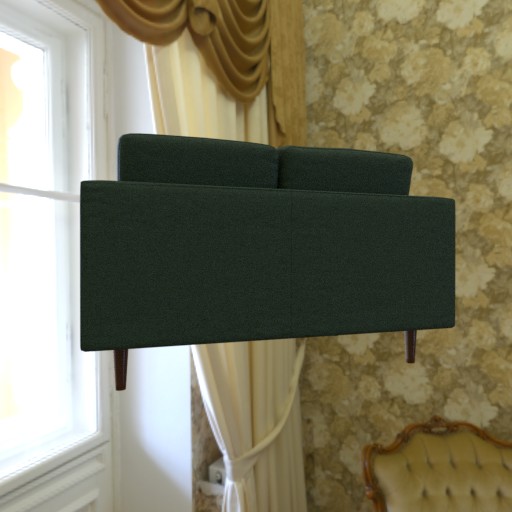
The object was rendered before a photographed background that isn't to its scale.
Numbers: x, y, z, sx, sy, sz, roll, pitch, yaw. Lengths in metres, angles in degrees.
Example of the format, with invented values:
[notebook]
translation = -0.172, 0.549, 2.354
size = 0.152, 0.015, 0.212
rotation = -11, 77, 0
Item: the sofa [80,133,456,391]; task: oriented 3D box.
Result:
[sofa]
translation = 0.000, 0.000, 1.998
size = 1.430, 0.899, 0.879
rotation = 0, 0, -18
